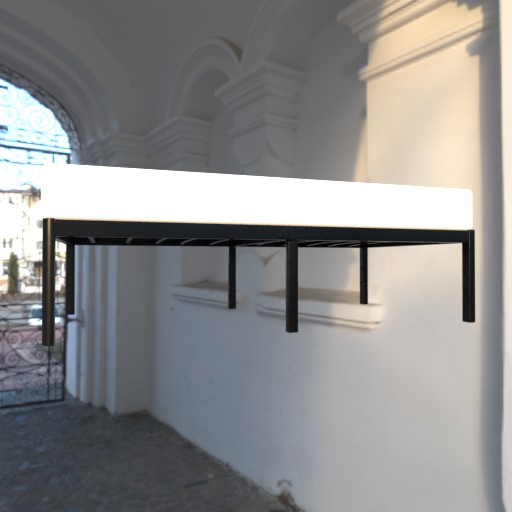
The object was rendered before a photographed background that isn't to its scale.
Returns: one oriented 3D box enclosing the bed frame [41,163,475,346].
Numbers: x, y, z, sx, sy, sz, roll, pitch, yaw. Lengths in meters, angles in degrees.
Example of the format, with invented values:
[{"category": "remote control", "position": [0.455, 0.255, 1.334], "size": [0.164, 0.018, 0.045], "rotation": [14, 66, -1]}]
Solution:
[{"category": "bed frame", "position": [0.000, 0.000, 2.355], "size": [1.950, 0.659, 1.023], "rotation": [0, -1, -18]}]
